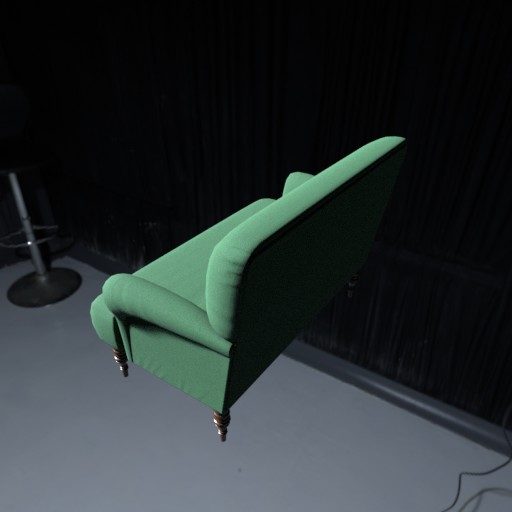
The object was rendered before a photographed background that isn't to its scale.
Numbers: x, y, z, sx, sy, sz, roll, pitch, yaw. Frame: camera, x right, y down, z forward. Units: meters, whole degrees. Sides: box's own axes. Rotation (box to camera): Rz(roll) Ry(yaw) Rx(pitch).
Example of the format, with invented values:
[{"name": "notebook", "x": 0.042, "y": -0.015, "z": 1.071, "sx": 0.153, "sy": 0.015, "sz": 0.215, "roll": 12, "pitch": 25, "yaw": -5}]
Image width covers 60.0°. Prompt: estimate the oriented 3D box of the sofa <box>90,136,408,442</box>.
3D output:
[{"name": "sofa", "x": 0.000, "y": 0.000, "z": 1.897, "sx": 0.779, "sy": 0.889, "sz": 1.297, "roll": 21, "pitch": 37, "yaw": 30}]
